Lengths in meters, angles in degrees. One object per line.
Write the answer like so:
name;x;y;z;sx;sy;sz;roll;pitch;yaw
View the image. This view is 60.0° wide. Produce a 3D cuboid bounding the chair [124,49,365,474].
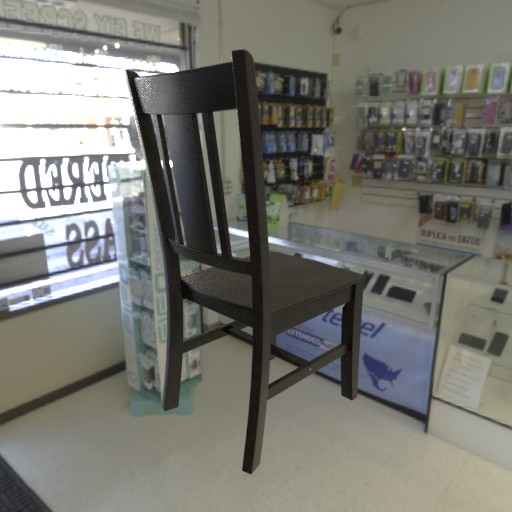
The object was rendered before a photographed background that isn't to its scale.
chair;0.000;0.000;1.288;0.555;0.998;0.450;-15;22;-43
